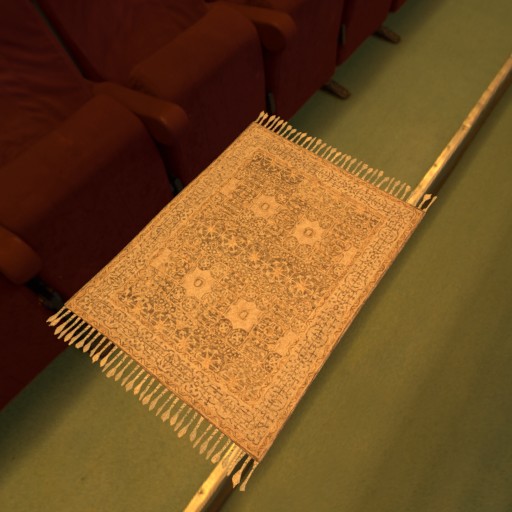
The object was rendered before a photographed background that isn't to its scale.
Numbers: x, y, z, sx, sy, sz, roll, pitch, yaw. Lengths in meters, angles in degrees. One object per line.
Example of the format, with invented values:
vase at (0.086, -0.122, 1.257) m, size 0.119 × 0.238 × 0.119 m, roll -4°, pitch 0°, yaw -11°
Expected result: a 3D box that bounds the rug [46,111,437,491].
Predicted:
rug at (0.000, 0.000, 3.097) m, size 1.619 × 0.023 × 2.465 m, roll 32°, pitch 65°, yaw 17°
